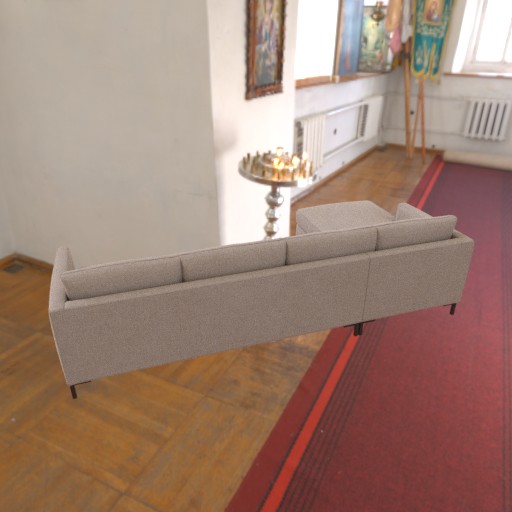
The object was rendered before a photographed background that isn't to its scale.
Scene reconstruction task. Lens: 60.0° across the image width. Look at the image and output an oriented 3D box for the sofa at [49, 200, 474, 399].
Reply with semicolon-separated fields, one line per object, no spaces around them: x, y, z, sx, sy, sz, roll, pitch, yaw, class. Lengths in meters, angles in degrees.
0.000;0.000;3.511;2.923;0.816;1.469;-9;28;-16;sofa
